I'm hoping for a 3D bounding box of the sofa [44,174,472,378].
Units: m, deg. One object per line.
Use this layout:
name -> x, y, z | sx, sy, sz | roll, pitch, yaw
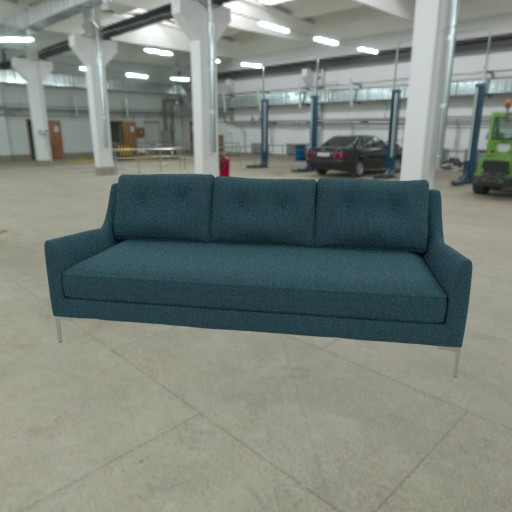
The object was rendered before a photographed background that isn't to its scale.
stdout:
sofa -> 0.000, 0.000, 2.476 | 2.060, 0.837, 0.849 | 3, 16, 10
